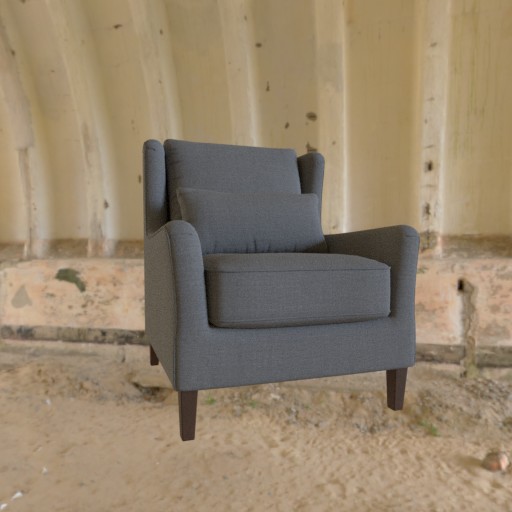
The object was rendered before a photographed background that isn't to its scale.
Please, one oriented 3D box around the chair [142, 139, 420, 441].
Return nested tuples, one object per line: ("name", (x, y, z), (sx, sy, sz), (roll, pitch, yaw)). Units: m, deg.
("chair", (0.000, 0.000, 1.822), (0.866, 1.056, 1.040), (0, 1, -19))
